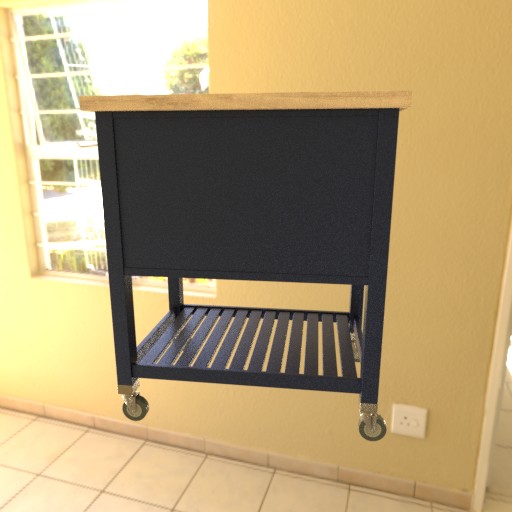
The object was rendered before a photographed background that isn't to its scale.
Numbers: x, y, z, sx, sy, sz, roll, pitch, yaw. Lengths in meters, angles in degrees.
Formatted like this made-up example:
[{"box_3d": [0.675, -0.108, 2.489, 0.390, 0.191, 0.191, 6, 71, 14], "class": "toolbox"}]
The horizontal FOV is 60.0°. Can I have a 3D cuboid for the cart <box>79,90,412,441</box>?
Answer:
[{"box_3d": [0.000, 0.000, 1.415, 0.797, 0.920, 0.567, 2, 14, 8], "class": "cart"}]
